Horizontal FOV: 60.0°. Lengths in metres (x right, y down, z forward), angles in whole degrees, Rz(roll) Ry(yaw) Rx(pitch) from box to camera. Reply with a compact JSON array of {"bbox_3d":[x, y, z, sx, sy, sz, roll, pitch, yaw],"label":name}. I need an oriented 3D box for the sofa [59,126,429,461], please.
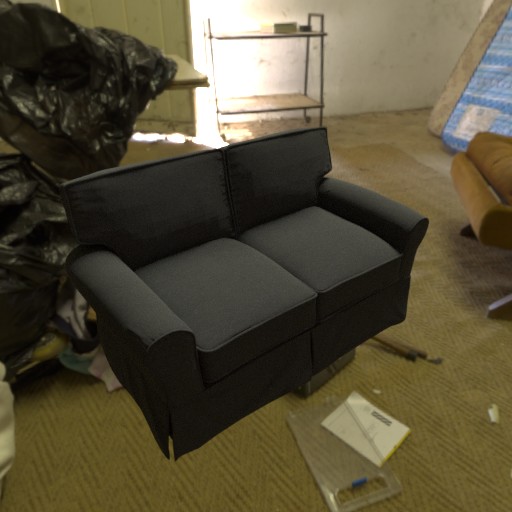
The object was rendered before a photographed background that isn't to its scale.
[{"bbox_3d":[0.000,0.000,2.404,1.801,1.059,0.997,-22,37,-32],"label":"sofa"}]
